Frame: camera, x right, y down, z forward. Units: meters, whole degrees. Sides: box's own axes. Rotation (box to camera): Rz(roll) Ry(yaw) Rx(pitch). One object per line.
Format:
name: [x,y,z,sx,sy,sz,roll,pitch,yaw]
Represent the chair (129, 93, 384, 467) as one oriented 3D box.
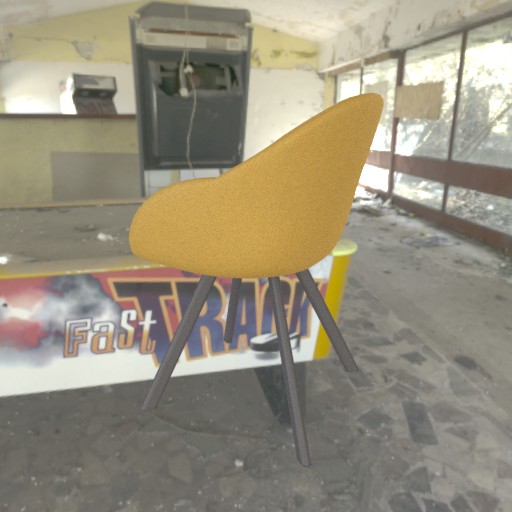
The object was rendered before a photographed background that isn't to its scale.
chair: [0.000,0.000,1.171,0.583,0.793,0.551,8,18,25]
